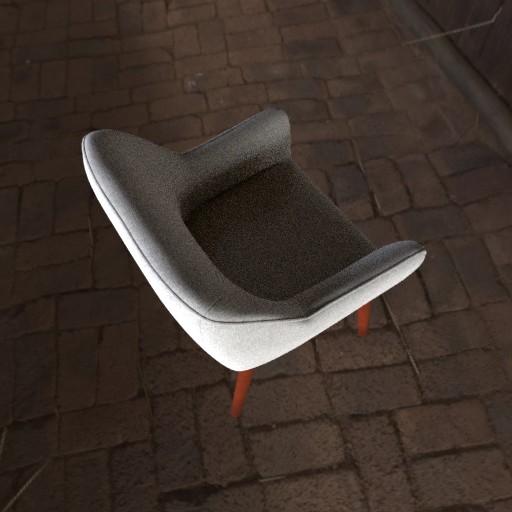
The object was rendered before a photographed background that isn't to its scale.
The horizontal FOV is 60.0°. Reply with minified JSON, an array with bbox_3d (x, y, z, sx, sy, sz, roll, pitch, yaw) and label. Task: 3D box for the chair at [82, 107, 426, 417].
[{"bbox_3d":[0.000,0.000,1.228,0.610,0.813,0.610,-30,64,-17],"label":"chair"}]
